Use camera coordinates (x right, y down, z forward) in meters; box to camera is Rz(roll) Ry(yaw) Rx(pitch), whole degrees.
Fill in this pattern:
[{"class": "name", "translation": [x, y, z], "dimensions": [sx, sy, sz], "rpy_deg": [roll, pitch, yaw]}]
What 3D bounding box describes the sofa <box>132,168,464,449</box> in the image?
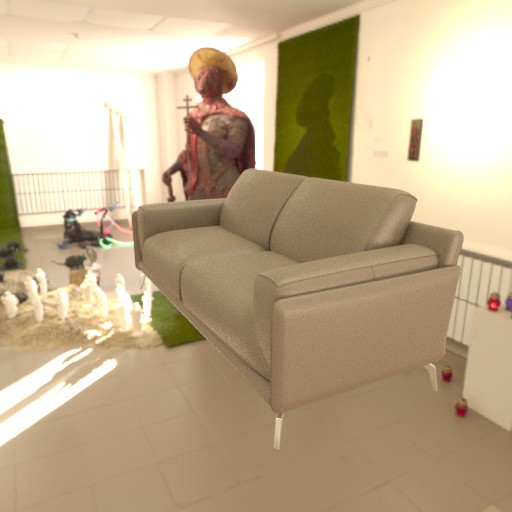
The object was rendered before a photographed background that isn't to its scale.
[{"class": "sofa", "translation": [0.000, 0.000, 2.604], "dimensions": [1.049, 0.930, 2.101], "rpy_deg": [-8, 17, -27]}]
